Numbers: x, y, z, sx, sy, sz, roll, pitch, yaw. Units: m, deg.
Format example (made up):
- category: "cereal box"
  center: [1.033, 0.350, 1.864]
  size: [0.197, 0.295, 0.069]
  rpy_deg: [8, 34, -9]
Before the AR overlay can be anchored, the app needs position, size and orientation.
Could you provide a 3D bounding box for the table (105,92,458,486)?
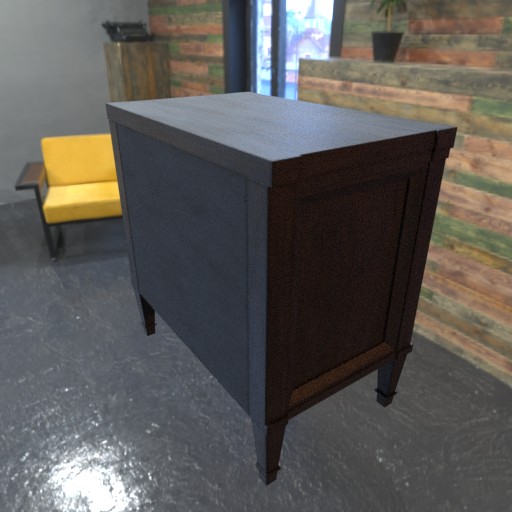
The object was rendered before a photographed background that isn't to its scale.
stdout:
- category: "table"
  center: [0.000, 0.000, 1.065]
  size: [0.413, 0.660, 0.660]
  rpy_deg: [-17, 31, -31]
